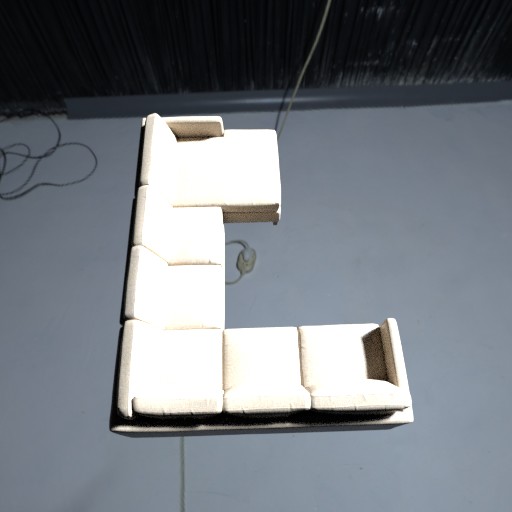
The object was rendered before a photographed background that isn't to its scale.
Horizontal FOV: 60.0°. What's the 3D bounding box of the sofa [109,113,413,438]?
[{"bbox_3d":[0.000,0.000,4.670,2.594,0.961,3.460,-2,64,-1],"label":"sofa"}]
